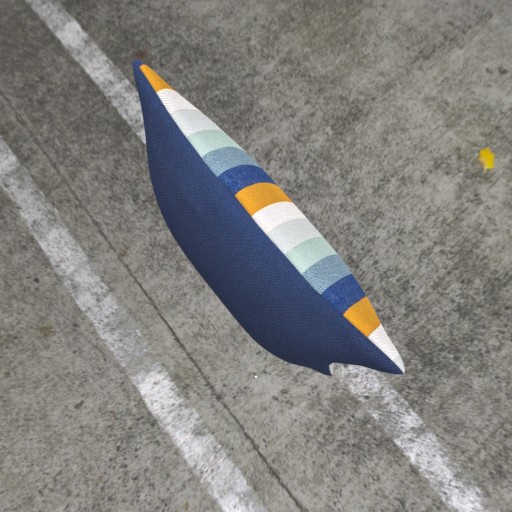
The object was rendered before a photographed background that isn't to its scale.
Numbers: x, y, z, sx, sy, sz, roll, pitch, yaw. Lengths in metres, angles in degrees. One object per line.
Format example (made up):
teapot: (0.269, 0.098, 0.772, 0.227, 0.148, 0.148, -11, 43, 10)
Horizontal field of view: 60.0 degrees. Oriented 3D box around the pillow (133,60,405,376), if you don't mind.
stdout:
pillow: (0.000, 0.000, 0.698, 0.173, 0.454, 0.463, -38, 78, -10)
